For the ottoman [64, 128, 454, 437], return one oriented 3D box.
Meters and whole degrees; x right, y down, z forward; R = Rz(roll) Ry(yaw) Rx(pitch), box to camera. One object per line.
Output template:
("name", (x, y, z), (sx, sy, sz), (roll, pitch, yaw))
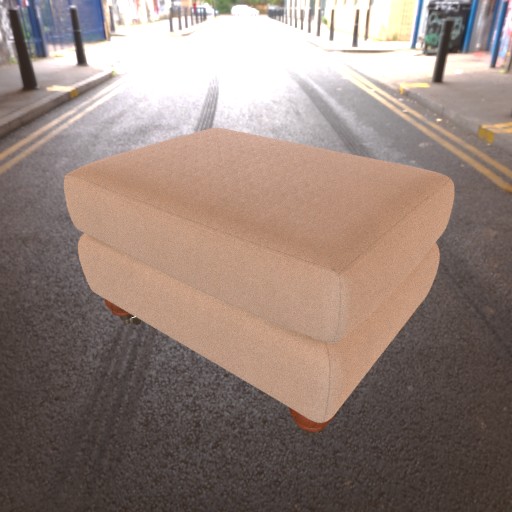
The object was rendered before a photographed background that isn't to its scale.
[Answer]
("ottoman", (0.000, 0.000, 1.126), (0.773, 0.499, 0.569), (21, 36, 32))
